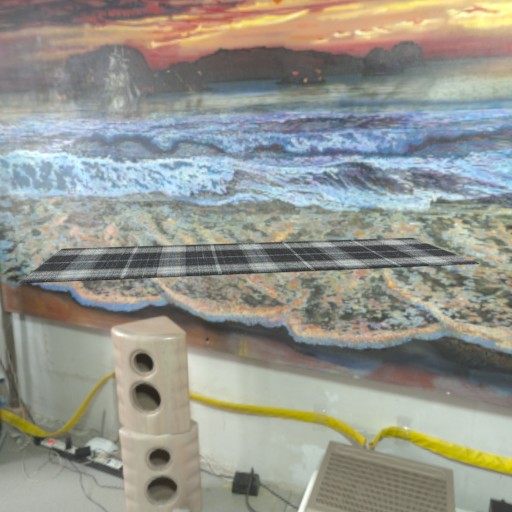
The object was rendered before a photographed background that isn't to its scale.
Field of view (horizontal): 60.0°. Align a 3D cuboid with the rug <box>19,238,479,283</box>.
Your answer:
[{"bbox_3d":[0.000,0.000,2.679,2.434,0.012,0.760,-2,14,-9],"label":"rug"}]
